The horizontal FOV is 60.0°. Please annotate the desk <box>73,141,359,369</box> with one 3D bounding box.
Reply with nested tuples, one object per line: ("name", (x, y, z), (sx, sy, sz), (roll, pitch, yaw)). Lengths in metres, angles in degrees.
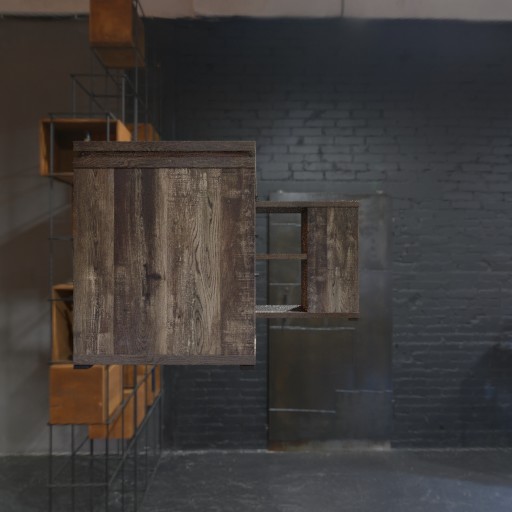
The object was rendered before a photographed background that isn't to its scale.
("desk", (0.000, 0.000, 2.222), (1.200, 0.753, 1.524), (0, 0, 0))
